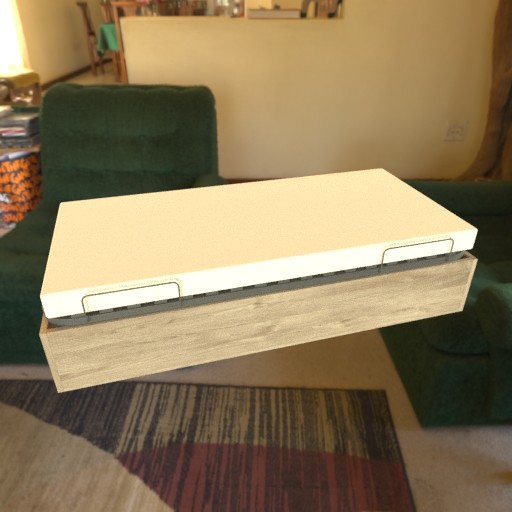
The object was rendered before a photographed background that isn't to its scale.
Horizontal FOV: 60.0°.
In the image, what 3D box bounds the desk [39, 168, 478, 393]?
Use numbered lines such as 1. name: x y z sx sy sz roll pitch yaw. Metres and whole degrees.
1. desk: 0.000 0.000 2.241 1.900 0.455 0.900 -8 32 -14
